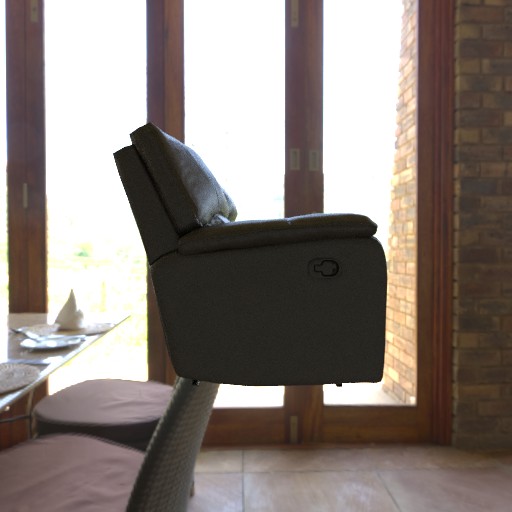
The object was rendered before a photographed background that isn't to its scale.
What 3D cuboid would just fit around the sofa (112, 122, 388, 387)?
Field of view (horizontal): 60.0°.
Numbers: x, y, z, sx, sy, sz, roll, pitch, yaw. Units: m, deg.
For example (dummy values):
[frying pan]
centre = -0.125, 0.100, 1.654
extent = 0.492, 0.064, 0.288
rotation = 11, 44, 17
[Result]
[sofa]
centre = 0.000, 0.000, 2.492
extent = 1.104, 1.111, 1.765
rotation = 0, 1, 1
